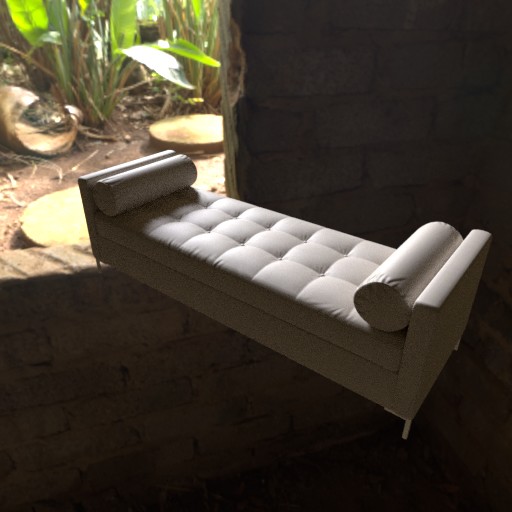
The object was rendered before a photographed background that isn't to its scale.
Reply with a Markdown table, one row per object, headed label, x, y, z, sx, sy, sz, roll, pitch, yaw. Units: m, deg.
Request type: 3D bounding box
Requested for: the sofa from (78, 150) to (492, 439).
| label | x | y | z | sx | sy | sz | roll | pitch | yaw |
| --- | --- | --- | --- | --- | --- | --- | --- | --- | --- |
| sofa | 0.000 | 0.000 | 2.286 | 1.981 | 0.635 | 0.686 | 21 | 36 | 32 |
